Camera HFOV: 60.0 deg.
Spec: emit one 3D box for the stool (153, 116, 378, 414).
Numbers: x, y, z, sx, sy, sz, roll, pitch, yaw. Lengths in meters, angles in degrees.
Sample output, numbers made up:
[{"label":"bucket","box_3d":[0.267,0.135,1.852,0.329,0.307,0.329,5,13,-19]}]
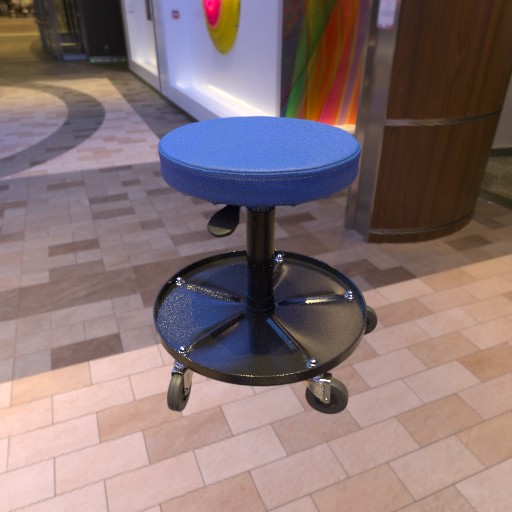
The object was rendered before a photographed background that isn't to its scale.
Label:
[{"label":"stool","box_3d":[0.000,0.000,0.686,0.381,0.365,0.382,11,32,18]}]
